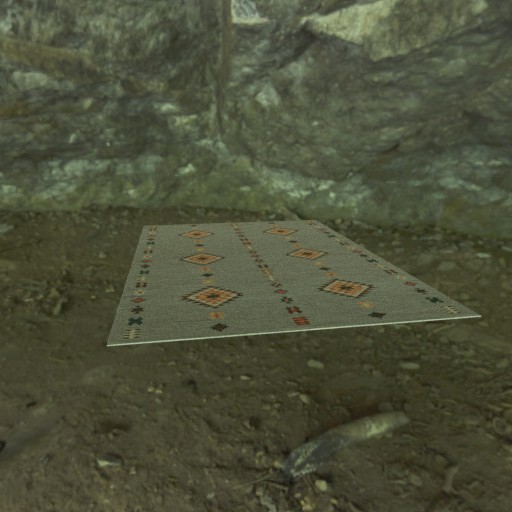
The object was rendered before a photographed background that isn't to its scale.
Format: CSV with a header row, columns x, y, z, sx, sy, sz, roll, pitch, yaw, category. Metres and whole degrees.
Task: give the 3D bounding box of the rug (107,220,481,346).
x,y,z,sx,sy,sz,roll,pitch,yaw,category
0.000,0.000,2.257,1.217,0.005,1.818,-3,15,-10,rug
